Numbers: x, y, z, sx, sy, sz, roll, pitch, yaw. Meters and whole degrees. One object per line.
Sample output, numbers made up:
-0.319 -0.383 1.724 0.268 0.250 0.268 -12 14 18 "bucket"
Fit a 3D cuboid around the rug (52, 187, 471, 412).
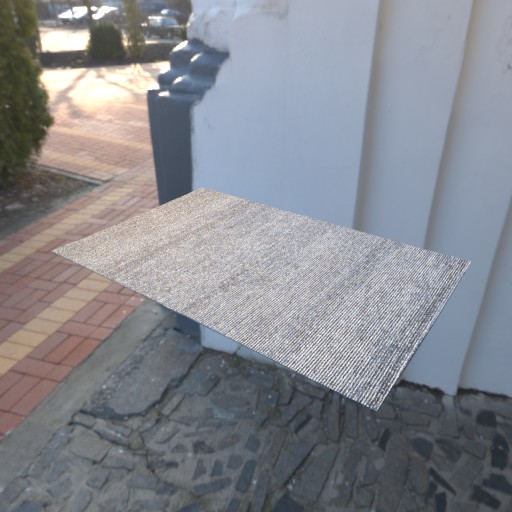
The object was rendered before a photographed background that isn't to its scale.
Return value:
0.000 0.000 2.176 1.740 0.010 1.135 20 34 31 "rug"
